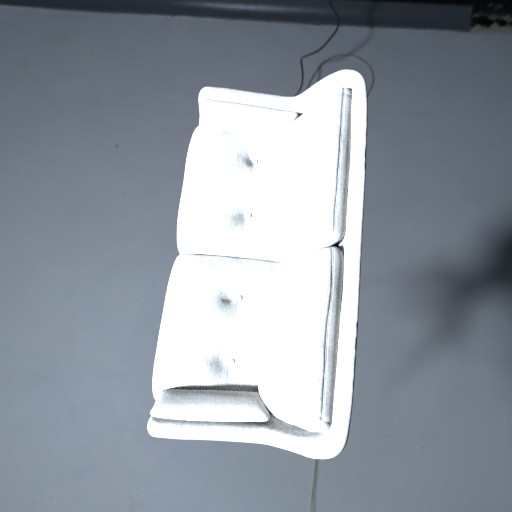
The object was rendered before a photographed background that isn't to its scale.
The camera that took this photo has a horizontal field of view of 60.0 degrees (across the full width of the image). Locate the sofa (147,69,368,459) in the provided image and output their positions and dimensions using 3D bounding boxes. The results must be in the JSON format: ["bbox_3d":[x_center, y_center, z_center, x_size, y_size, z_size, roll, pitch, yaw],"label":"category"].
[{"bbox_3d":[0.000,0.000,2.436,0.976,0.897,1.930,6,76,1],"label":"sofa"}]
